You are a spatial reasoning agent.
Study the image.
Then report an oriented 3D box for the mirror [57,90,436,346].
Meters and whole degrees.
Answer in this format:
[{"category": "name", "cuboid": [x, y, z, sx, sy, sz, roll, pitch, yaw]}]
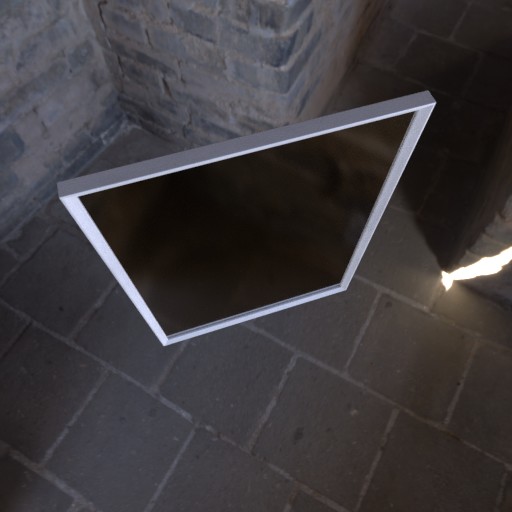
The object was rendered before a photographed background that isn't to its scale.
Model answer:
[{"category": "mirror", "cuboid": [0.000, 0.000, 1.317, 0.762, 1.016, 0.041, -16, 65, -8]}]
